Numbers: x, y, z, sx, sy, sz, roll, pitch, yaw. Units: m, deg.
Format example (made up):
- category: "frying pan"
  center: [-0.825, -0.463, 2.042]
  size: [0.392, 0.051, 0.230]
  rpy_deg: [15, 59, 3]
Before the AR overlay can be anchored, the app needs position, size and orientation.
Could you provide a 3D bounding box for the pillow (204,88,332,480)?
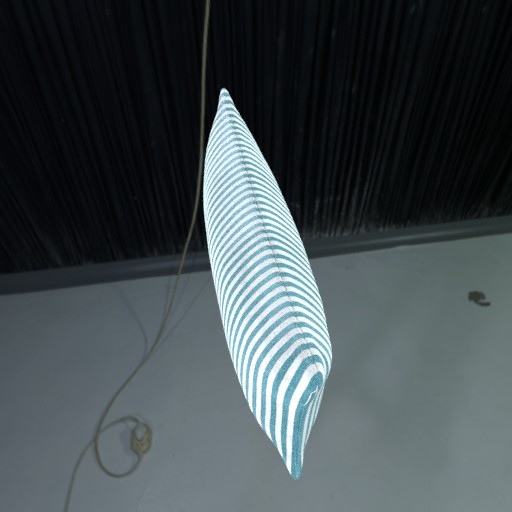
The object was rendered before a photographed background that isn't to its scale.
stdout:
- category: "pillow"
  center: [0.000, 0.000, 0.733]
  size: [0.151, 0.295, 0.617]
  rpy_deg: [-8, 46, -8]
